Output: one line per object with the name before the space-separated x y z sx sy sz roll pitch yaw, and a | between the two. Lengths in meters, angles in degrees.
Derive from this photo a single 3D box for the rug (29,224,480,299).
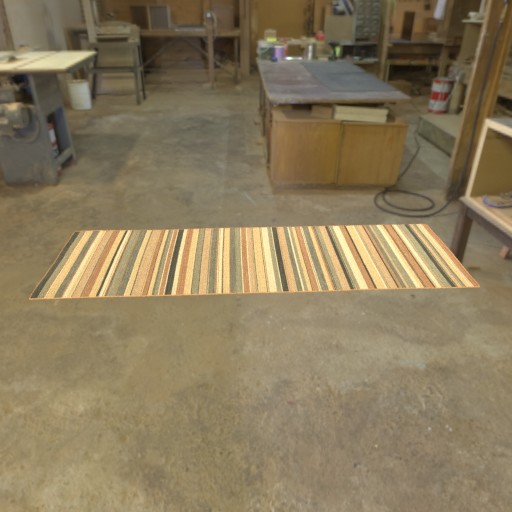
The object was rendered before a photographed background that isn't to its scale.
rug | 0.000 0.000 2.732 2.444 0.010 0.799 -1 30 -2
